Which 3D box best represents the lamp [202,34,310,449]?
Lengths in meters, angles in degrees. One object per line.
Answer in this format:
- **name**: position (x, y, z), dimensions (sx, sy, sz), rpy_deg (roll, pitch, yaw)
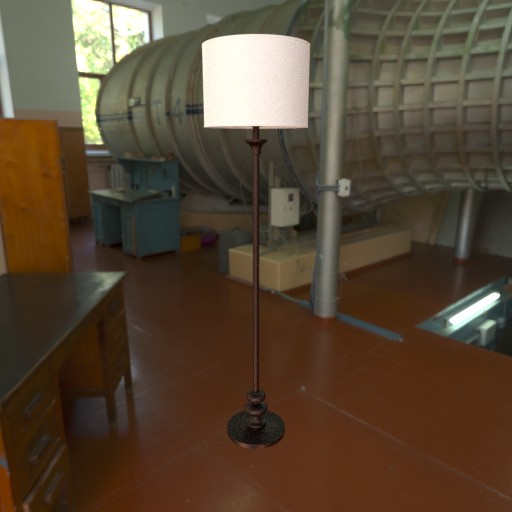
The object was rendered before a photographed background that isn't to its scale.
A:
- **lamp**: position (0.000, 0.000, 1.649), dimensions (0.356, 1.487, 0.356), rpy_deg (-2, 15, -9)
